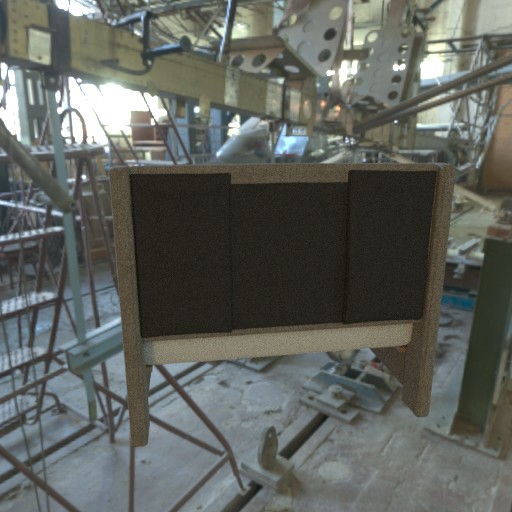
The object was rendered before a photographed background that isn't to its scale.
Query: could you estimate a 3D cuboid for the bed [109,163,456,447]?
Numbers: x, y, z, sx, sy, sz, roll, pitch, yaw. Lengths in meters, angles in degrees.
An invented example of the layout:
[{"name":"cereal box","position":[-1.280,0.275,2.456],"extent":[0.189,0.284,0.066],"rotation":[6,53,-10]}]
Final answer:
[{"name":"bed","position":[0.000,0.000,3.372],"extent":[1.714,1.481,2.245],"rotation":[-2,15,-9]}]
